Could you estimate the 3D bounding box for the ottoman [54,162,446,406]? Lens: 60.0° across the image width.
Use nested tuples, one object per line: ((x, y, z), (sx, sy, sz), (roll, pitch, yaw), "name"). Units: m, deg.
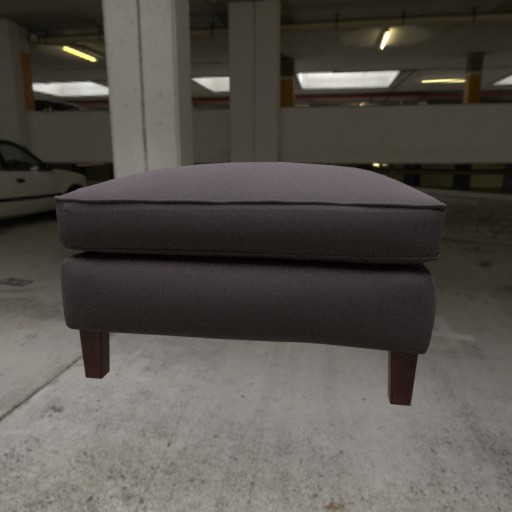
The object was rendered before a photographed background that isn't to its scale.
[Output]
((0.000, 0.000, 0.980), (0.686, 0.406, 0.508), (2, 13, 9), "ottoman")
